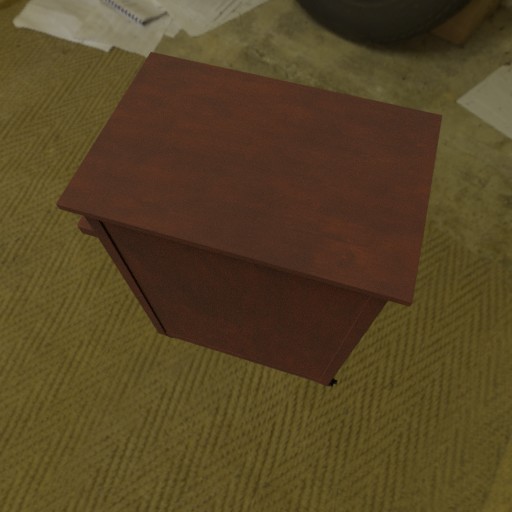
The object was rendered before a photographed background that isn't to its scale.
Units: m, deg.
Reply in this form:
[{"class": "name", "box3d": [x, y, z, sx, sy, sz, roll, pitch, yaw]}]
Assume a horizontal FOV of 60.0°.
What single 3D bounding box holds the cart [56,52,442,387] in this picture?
[{"class": "cart", "box3d": [0.000, 0.000, 1.264, 0.683, 0.864, 0.442, 15, 64, 8]}]
